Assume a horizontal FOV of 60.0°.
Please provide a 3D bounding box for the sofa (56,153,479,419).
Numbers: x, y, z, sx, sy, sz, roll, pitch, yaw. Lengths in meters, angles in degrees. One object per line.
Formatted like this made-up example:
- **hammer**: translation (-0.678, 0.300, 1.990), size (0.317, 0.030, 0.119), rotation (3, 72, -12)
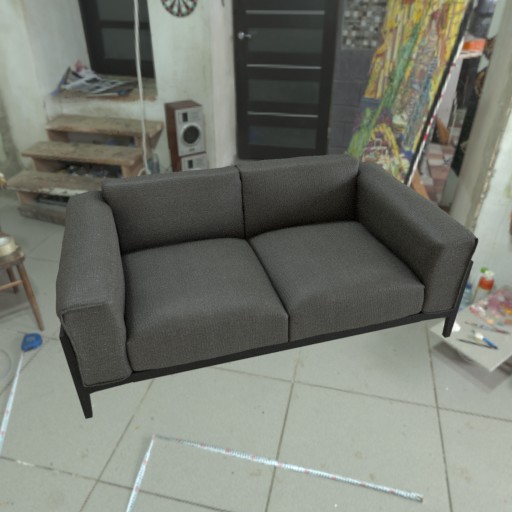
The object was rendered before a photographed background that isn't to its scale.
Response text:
- **sofa**: translation (0.000, 0.000, 2.133), size (1.690, 0.656, 0.960), rotation (-9, 34, -14)
